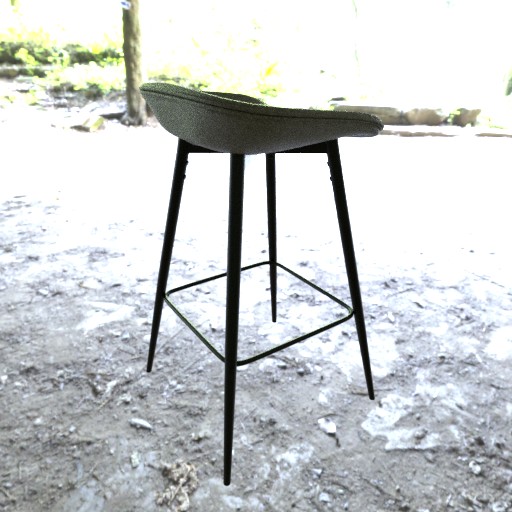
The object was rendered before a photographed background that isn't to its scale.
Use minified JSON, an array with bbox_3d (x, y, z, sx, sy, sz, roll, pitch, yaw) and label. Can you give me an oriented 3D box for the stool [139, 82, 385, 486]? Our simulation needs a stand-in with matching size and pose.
[{"bbox_3d":[0.000,0.000,1.096,0.480,0.814,0.469,-16,30,-31],"label":"stool"}]
